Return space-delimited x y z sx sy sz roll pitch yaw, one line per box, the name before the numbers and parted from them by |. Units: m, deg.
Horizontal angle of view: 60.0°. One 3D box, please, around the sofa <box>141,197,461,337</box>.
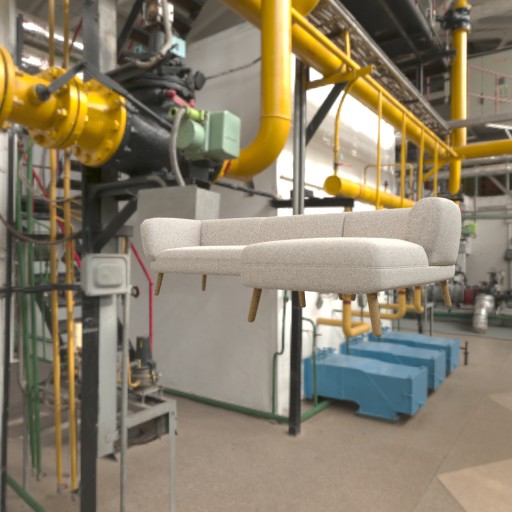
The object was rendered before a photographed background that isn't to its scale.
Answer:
sofa | 0.000 0.000 3.327 2.660 0.730 1.610 0 0 36
